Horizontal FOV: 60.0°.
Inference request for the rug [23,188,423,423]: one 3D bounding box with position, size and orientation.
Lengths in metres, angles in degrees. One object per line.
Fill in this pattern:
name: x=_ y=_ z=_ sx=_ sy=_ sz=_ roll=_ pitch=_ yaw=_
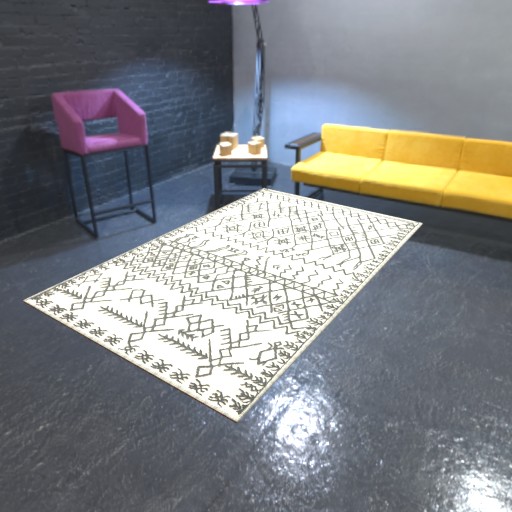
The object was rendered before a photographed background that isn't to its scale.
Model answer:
rug: x=0.000 y=0.000 z=3.021 sx=1.526 sy=0.012 sz=2.444 roll=18 pitch=32 yaw=31
